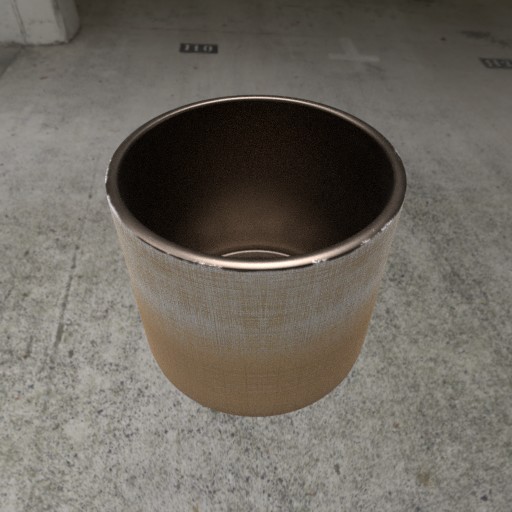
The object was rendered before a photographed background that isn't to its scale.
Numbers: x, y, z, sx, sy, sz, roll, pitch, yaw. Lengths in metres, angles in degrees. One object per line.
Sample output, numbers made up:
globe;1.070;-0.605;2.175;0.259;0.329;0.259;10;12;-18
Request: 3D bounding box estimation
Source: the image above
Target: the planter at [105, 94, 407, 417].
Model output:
planter;0.000;0.000;0.396;0.221;0.201;0.221;0;46;0
